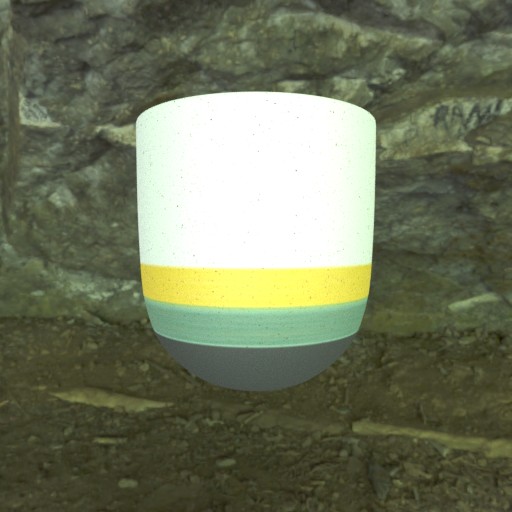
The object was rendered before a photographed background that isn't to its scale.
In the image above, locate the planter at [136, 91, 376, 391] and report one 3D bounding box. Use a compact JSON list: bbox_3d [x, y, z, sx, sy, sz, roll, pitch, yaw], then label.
[{"bbox_3d":[0.000,0.000,0.377,0.195,0.214,0.195,0,2,0],"label":"planter"}]
